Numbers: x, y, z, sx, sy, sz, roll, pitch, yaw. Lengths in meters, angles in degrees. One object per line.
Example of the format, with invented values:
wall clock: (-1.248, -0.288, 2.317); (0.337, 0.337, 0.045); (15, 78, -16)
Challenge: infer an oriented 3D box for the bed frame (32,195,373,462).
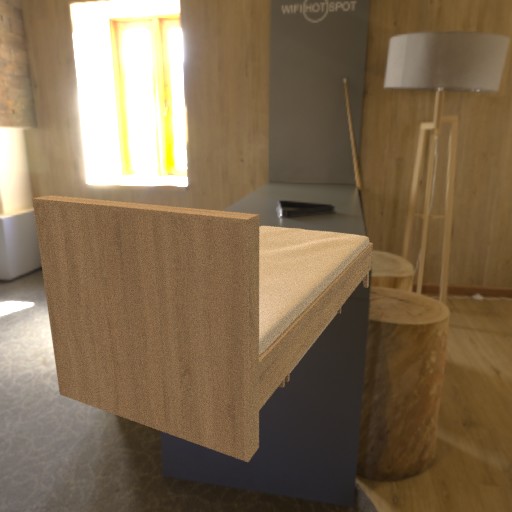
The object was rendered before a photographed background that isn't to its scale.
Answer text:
bed frame: (0.000, 0.000, 2.655); (0.990, 0.920, 2.140); (8, 18, 25)
